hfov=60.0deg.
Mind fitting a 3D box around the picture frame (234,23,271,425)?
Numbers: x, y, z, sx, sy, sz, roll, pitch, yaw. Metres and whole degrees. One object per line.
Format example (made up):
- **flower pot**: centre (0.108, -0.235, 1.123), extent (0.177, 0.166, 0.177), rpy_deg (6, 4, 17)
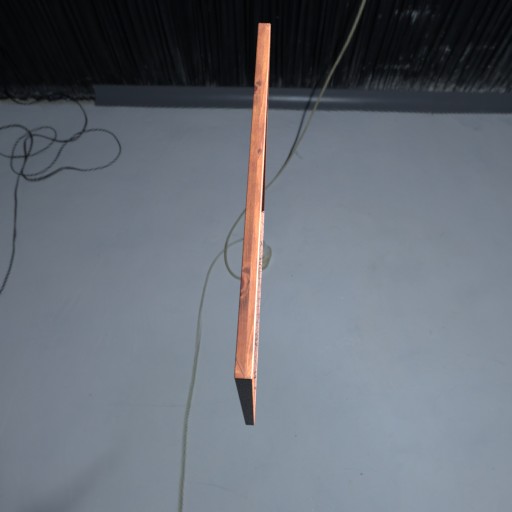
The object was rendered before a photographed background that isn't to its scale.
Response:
- **picture frame**: centre (0.000, 0.000, 1.223), extent (0.029, 0.817, 0.810), rpy_deg (3, 64, 1)
